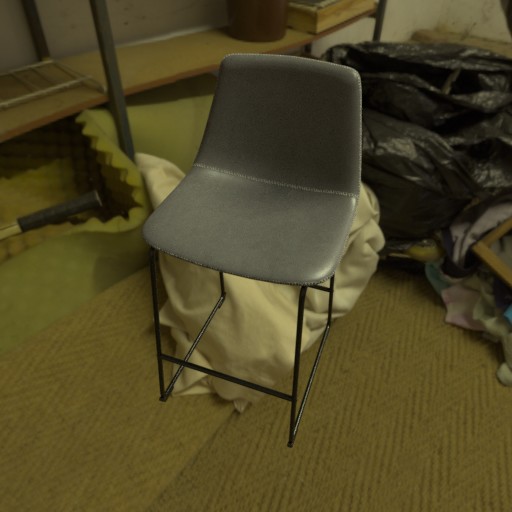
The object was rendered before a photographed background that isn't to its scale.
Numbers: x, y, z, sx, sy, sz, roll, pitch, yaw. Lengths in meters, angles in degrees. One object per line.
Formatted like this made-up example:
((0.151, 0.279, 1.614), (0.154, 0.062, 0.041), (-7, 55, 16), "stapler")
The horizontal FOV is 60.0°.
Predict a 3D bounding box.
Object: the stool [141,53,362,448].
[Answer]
((0.000, 0.000, 1.191), (0.470, 0.876, 0.546), (14, 43, 15), "stool")
